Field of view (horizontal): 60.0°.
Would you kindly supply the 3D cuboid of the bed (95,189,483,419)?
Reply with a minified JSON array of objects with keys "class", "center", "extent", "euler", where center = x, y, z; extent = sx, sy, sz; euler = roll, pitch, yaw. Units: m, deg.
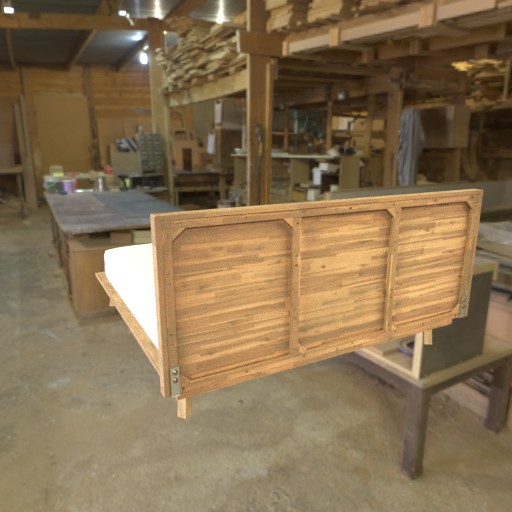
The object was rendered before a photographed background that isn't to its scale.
[{"class":"bed","center":[0.000,0.000,3.380],"extent":[2.116,1.100,2.167],"euler":[-8,17,-27]}]
